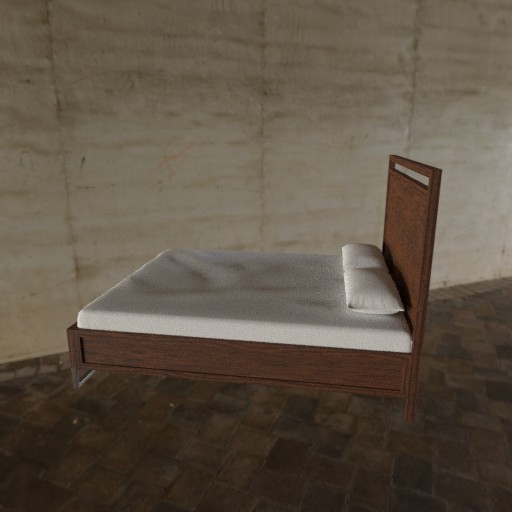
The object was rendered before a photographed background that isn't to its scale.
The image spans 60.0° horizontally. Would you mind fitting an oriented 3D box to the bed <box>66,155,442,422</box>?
[{"bbox_3d":[0.000,0.000,3.467,2.218,1.487,1.765,3,15,9],"label":"bed"}]
